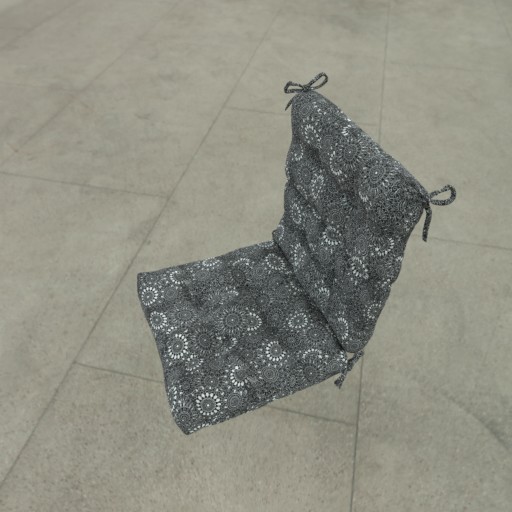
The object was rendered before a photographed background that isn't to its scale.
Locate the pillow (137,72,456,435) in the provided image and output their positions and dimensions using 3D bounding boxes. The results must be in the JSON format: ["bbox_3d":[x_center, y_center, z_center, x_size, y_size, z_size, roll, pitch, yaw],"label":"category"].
[{"bbox_3d":[0.000,0.000,1.047,0.571,0.605,0.519,-16,48,-15],"label":"pillow"}]
